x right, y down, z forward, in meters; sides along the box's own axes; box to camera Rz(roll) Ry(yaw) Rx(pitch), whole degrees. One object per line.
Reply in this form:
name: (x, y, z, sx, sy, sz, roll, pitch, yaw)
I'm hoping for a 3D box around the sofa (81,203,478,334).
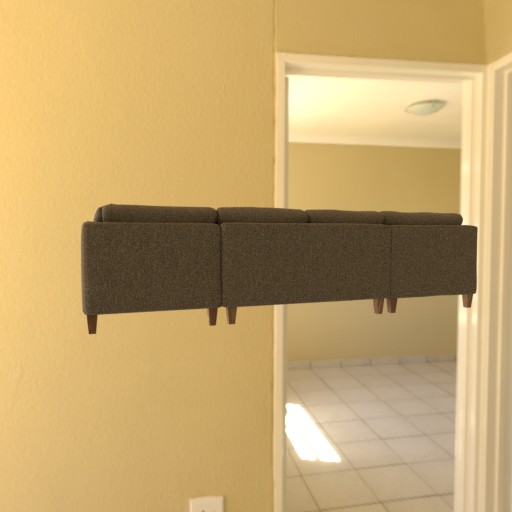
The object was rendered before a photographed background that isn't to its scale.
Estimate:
sofa: (0.000, 0.000, 4.475, 3.238, 0.853, 2.551, -1, 3, -20)
